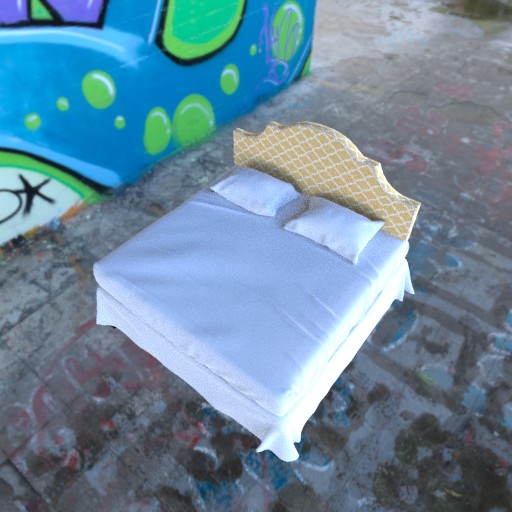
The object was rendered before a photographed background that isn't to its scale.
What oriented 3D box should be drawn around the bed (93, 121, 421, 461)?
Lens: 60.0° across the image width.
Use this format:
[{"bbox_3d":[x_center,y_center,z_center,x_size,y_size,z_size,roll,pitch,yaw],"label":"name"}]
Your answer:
[{"bbox_3d":[0.000,0.000,3.817,2.314,1.601,2.222,29,52,25],"label":"bed"}]
